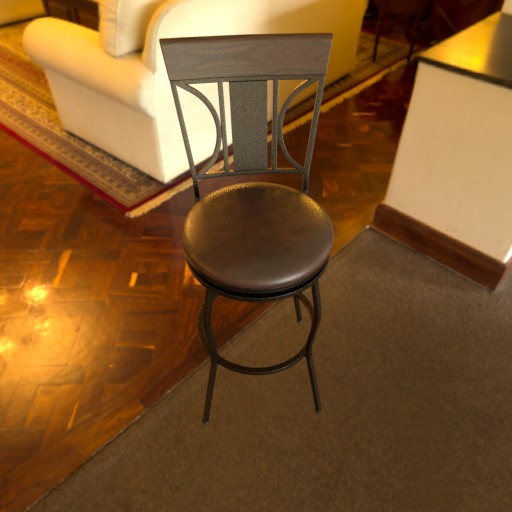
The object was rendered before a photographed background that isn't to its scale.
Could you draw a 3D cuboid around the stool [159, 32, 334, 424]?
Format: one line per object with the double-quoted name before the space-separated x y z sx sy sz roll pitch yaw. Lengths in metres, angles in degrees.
"stool" 0.000 0.000 1.366 0.448 1.130 0.513 -4 45 -4
